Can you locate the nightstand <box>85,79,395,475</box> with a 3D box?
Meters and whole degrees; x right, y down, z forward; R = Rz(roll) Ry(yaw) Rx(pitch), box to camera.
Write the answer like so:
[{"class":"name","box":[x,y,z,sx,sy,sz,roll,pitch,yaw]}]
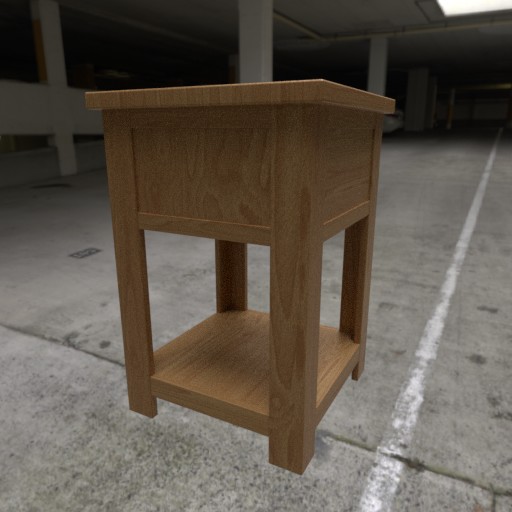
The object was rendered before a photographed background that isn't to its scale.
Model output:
[{"class":"nightstand","box":[0.000,0.000,0.904,0.418,0.614,0.428,8,18,27]}]
